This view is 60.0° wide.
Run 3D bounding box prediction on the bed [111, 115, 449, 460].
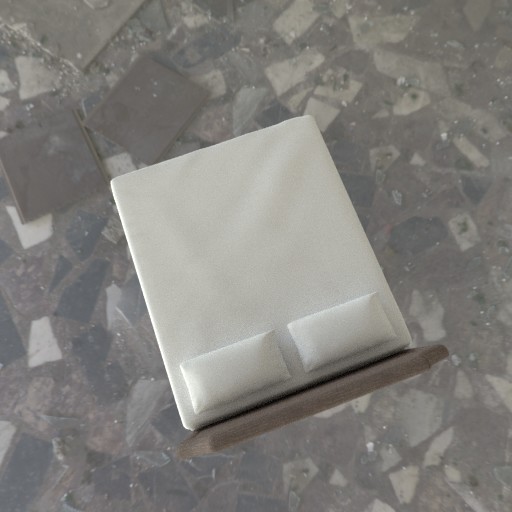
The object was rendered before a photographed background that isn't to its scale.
[{"bbox_3d":[0.000,0.000,4.127,2.350,1.590,2.773,-19,76,-5],"label":"bed"}]
